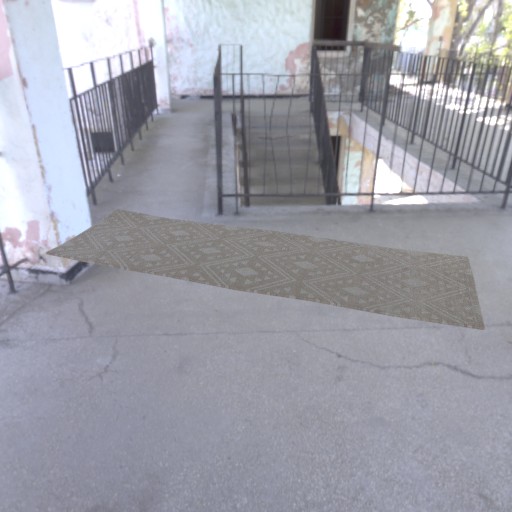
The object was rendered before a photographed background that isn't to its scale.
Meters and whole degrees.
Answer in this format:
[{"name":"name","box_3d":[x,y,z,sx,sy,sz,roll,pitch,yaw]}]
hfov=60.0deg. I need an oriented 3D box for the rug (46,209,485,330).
[{"name":"rug","box_3d":[0.000,0.000,2.681,2.452,0.051,0.752,8,28,16]}]
